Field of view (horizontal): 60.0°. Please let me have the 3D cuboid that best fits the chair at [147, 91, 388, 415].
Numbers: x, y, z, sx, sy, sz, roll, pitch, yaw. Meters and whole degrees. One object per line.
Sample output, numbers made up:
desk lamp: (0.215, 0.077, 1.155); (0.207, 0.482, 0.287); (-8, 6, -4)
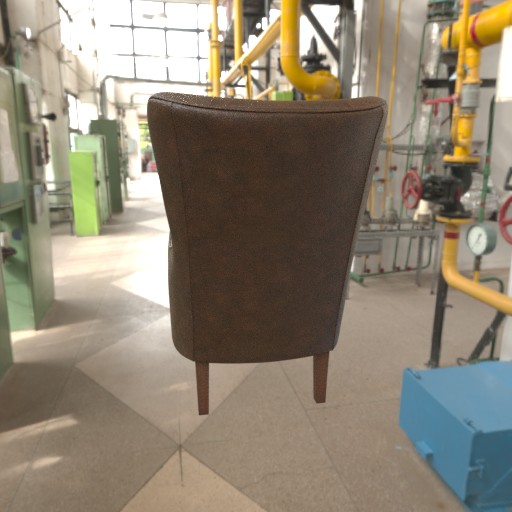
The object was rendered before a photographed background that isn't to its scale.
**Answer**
chair: (0.000, 0.000, 1.605); (0.692, 1.048, 0.914); (-2, 14, -10)
